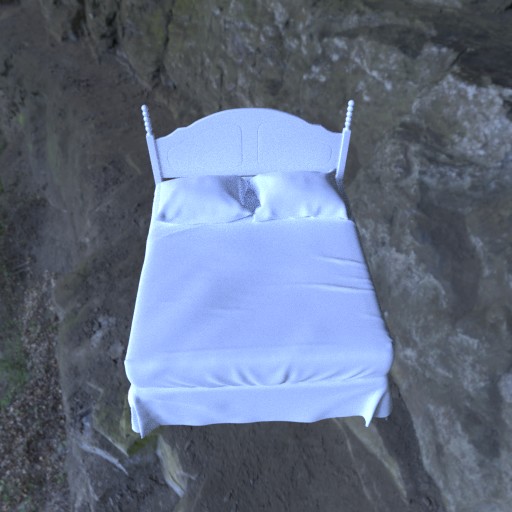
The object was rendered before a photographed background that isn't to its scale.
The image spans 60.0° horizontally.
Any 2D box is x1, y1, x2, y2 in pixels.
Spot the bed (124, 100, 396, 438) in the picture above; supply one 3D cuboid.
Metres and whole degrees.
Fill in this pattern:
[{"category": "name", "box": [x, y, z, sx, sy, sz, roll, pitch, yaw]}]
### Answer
[{"category": "bed", "box": [0.000, 0.000, 3.208, 1.873, 1.356, 2.040, -2, 46, -2]}]
